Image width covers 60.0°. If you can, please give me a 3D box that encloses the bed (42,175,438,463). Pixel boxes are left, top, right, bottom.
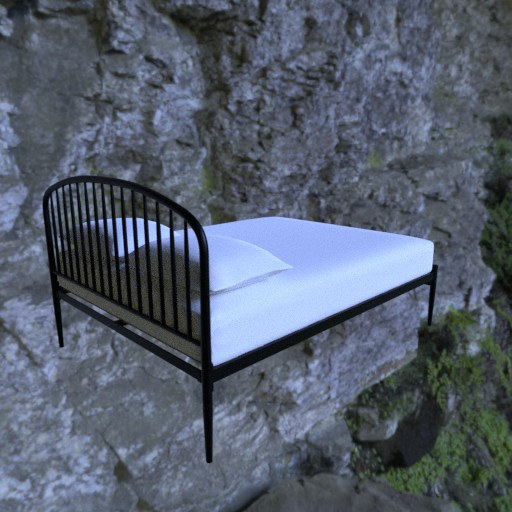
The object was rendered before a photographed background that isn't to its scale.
[{"bbox_3d":[0.000,0.000,3.020,2.159,1.166,1.618,-13,19,-43],"label":"bed"}]
